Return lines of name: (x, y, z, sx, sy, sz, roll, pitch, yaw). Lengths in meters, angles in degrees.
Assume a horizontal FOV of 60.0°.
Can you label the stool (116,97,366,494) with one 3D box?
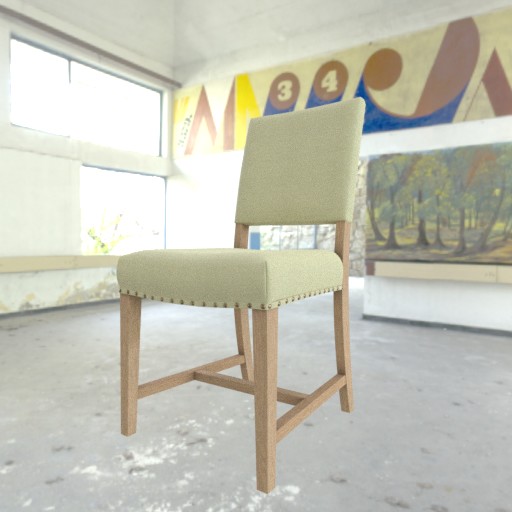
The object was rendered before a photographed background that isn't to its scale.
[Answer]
stool: (0.000, 0.000, 1.313, 0.508, 0.986, 0.623, 2, 3, 36)
